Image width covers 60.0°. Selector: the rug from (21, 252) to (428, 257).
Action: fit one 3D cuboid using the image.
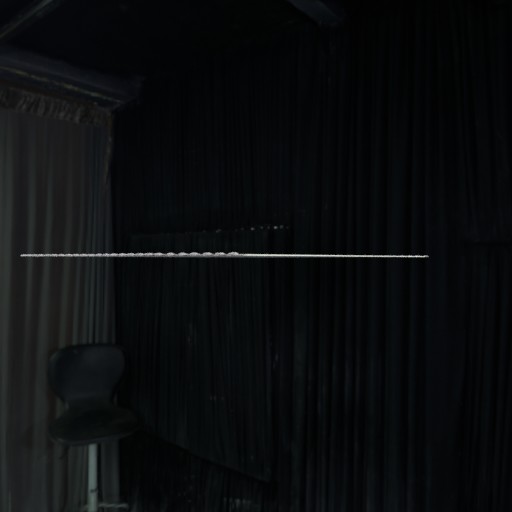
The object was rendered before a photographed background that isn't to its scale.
[{"bbox_3d":[0.000,0.000,3.815,2.030,0.017,3.040,0,0,37],"label":"rug"}]
